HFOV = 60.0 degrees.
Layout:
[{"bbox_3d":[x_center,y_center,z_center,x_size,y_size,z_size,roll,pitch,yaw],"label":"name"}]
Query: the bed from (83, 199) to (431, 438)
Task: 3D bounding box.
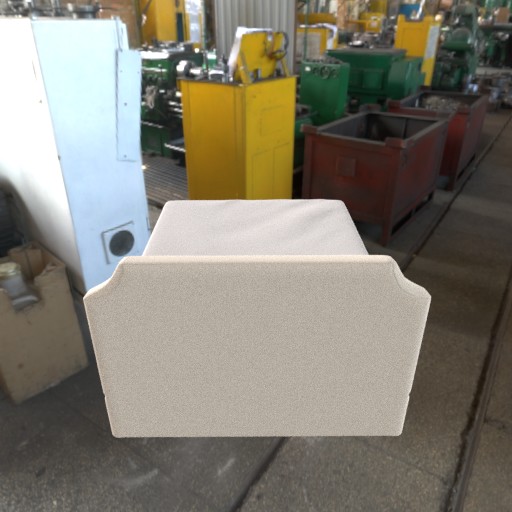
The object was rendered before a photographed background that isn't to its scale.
[{"bbox_3d":[0.000,0.000,3.573,1.977,1.293,2.498,0,29,0],"label":"bed"}]
